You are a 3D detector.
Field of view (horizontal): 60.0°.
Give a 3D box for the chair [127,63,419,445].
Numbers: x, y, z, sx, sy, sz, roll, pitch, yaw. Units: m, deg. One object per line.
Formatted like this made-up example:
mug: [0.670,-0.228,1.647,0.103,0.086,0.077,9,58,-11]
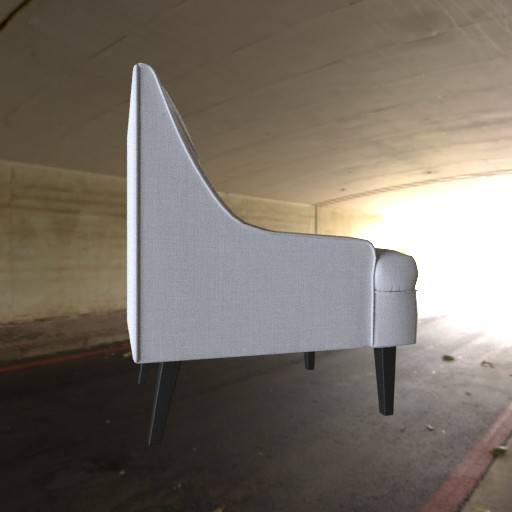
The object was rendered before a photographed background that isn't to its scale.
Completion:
chair: [0.000,0.000,1.406,0.772,0.891,0.658,0,0,-17]
